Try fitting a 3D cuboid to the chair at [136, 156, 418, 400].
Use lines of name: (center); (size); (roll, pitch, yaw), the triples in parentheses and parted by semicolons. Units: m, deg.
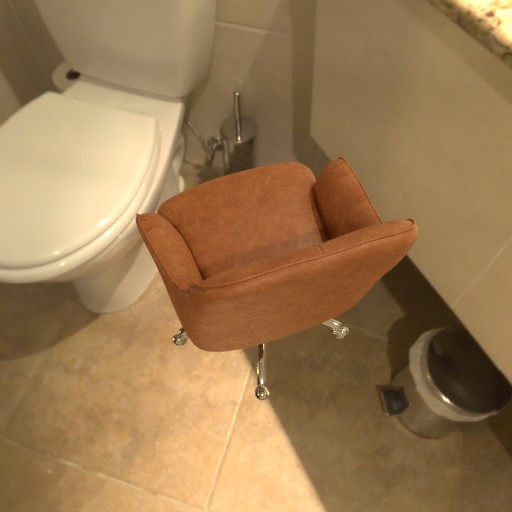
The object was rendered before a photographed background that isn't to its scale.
chair: (0.000, 0.000, 1.268); (0.628, 0.909, 0.615); (-17, 61, -10)
